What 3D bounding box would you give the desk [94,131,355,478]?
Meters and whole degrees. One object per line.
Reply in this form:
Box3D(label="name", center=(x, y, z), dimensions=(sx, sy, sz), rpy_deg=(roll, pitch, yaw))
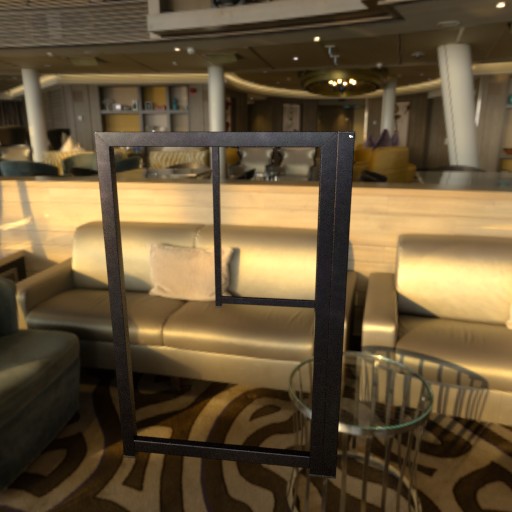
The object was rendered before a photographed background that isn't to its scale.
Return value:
Box3D(label="desk", center=(0.000, 0.000, 1.427), dimensions=(0.508, 0.762, 1.016), rpy_deg=(2, 15, 8))
